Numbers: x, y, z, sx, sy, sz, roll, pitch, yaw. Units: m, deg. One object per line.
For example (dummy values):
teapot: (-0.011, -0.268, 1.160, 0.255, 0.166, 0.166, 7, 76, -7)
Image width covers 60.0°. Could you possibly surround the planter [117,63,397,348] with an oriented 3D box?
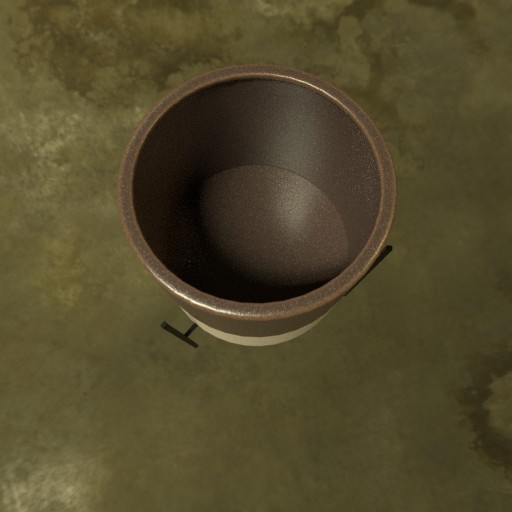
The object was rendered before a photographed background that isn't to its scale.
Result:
planter: (0.000, 0.000, 0.531, 0.250, 0.353, 0.260, 33, 76, 9)
